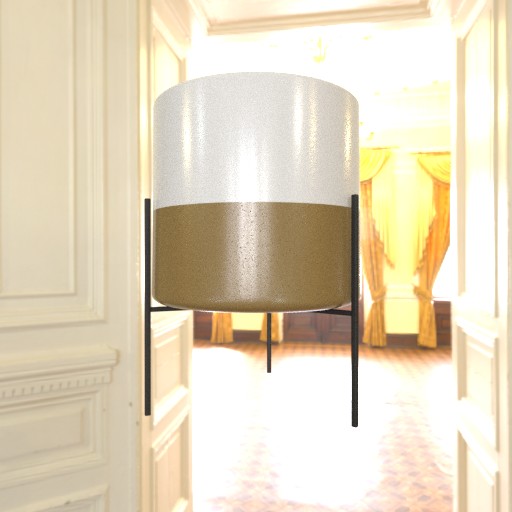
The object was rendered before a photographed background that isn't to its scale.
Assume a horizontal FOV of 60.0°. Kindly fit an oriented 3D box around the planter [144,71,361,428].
[{"bbox_3d":[0.000,0.000,0.656,0.310,0.432,0.310,0,0,-36],"label":"planter"}]
